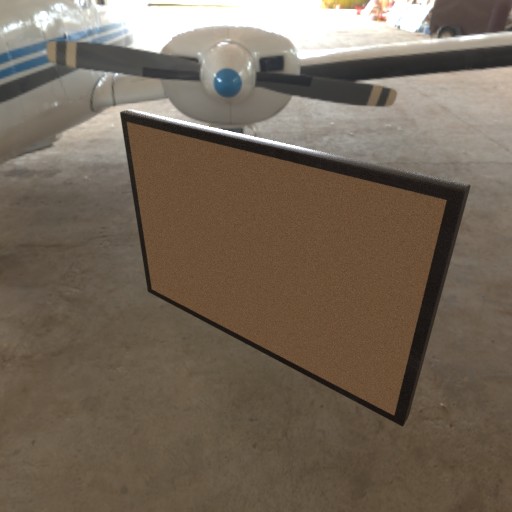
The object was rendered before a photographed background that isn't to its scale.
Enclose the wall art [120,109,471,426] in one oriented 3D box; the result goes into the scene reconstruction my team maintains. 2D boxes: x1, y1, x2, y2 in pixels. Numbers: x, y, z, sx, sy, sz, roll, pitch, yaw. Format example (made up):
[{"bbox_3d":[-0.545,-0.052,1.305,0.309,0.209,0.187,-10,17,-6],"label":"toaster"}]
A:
[{"bbox_3d":[0.000,0.000,1.152,0.912,0.612,0.038,22,37,31],"label":"wall art"}]
